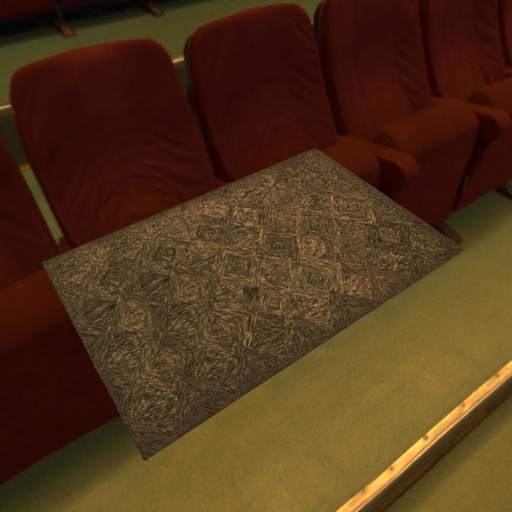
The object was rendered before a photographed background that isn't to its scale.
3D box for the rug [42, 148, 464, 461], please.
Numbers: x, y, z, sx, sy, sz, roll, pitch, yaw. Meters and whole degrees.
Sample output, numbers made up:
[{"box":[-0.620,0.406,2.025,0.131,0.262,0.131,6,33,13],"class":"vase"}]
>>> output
[{"box":[0.000,0.000,2.183,1.754,0.010,1.139,-27,52,-24],"class":"rug"}]
